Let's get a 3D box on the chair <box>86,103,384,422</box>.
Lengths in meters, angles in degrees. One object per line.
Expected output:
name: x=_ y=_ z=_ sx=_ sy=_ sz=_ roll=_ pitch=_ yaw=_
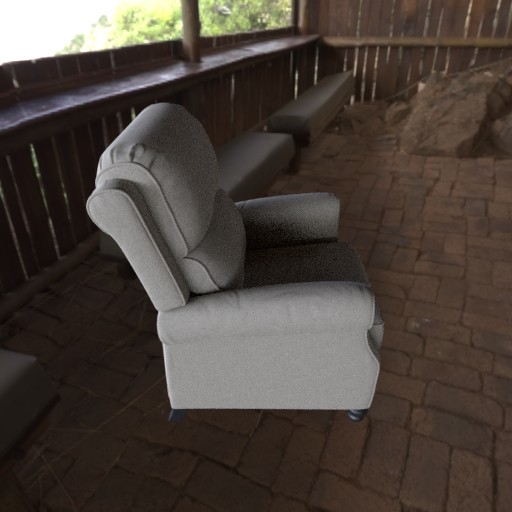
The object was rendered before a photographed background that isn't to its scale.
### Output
chair: x=0.000 y=0.000 z=1.731 sx=0.919 sy=1.046 sz=0.859 roll=0 pitch=31 yaw=1
